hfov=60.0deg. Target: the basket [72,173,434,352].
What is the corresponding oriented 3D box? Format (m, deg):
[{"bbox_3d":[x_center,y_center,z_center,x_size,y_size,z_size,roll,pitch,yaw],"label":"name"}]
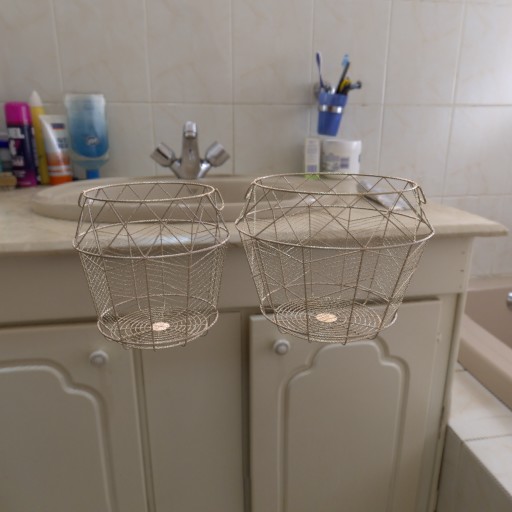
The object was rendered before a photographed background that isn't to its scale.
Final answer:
[{"bbox_3d":[0.000,0.000,1.039,0.805,0.343,0.451,-2,17,-6],"label":"basket"}]
